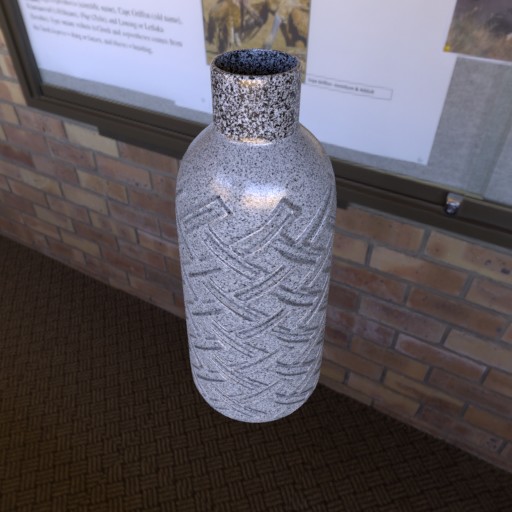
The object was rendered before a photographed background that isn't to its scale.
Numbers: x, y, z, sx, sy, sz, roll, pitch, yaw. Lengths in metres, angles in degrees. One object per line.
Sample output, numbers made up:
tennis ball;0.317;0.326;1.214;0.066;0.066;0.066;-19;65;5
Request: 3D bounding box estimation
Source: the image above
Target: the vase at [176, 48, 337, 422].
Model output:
vase;0.000;0.000;0.336;0.122;0.282;0.122;0;41;0
